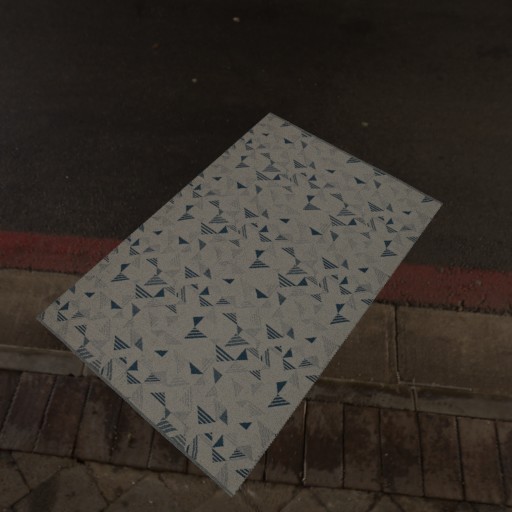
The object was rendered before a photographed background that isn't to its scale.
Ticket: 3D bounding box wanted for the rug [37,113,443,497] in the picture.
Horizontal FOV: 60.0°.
[{"bbox_3d":[0.000,0.000,2.277,1.206,0.003,1.835,34,64,19],"label":"rug"}]
